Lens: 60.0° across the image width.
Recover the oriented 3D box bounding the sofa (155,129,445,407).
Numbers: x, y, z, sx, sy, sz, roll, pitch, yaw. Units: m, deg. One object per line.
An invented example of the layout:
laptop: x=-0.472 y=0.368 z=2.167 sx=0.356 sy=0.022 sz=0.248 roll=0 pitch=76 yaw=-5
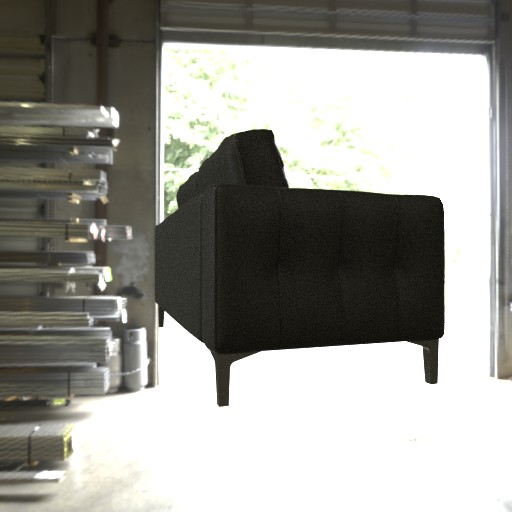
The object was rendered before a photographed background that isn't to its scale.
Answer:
sofa: x=0.000 y=0.000 z=2.184 sx=0.833 sy=0.893 sz=1.726 roll=0 pitch=-1 yaw=-18
